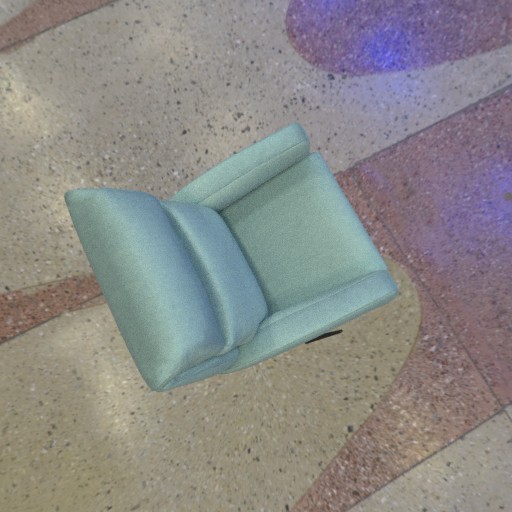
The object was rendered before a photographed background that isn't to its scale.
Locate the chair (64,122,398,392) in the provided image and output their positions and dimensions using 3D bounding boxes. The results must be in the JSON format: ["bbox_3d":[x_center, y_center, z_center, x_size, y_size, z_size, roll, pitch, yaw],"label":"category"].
[{"bbox_3d":[0.000,0.000,1.675,0.940,1.013,0.812,-27,79,-6],"label":"chair"}]
